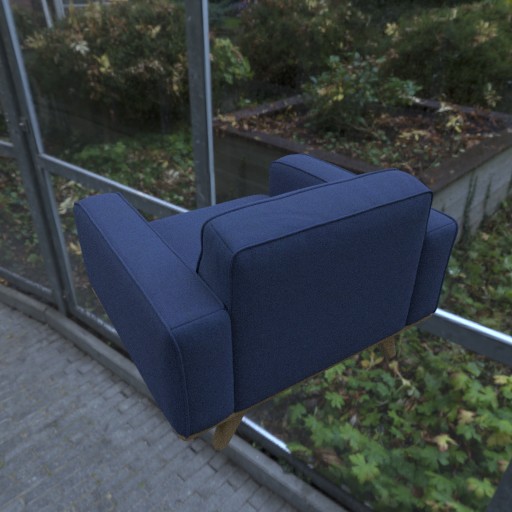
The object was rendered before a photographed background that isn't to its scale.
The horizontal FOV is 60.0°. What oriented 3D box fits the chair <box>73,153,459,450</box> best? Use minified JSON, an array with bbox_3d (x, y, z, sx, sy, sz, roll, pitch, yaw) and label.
[{"bbox_3d":[0.000,0.000,1.705,1.118,0.783,0.953,-18,35,-27],"label":"chair"}]
